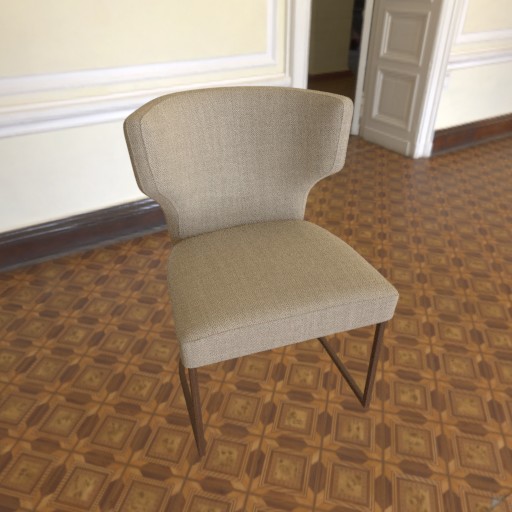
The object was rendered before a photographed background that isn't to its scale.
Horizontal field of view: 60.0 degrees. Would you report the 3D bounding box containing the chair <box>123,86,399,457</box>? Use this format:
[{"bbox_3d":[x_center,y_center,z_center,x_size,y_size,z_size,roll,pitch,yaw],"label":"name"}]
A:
[{"bbox_3d":[0.000,0.000,1.268,0.611,0.824,0.617,-10,34,-16],"label":"chair"}]
